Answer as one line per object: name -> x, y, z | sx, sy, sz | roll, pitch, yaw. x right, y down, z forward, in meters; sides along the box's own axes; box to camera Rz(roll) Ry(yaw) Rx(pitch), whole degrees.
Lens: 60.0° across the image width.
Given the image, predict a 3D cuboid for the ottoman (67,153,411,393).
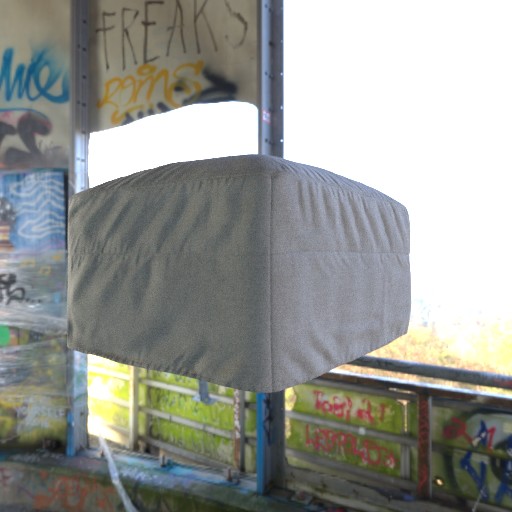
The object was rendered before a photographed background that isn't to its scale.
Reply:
ottoman -> 0.000, 0.000, 1.267 | 0.683, 0.481, 0.837 | 0, -1, 36
